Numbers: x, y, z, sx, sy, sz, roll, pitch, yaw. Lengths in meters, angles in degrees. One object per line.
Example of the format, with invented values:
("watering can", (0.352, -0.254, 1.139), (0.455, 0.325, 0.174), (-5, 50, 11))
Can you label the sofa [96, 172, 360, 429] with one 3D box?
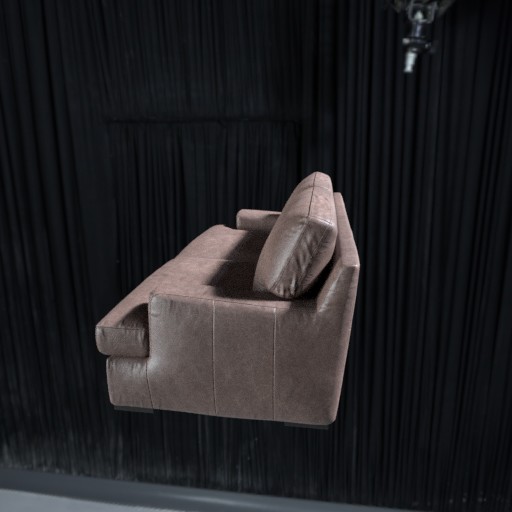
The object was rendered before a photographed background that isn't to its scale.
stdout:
("sofa", (0.000, 0.000, 2.883), (1.143, 0.941, 2.261), (2, 16, 8))
